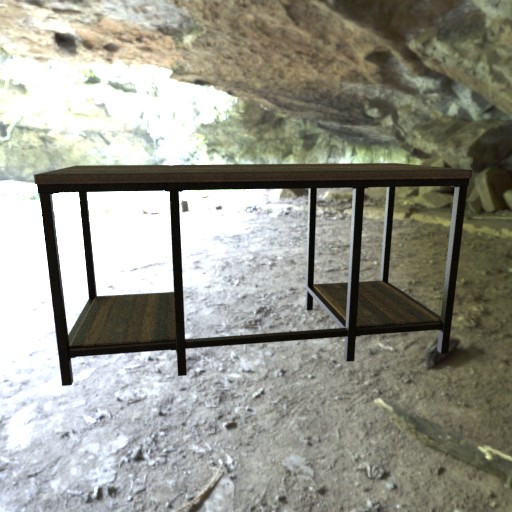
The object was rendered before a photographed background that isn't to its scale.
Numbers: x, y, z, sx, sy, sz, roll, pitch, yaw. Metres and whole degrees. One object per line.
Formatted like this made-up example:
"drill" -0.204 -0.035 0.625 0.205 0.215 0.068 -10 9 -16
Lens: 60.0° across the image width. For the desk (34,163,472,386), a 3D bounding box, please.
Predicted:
"desk" 0.000 0.000 1.921 1.538 0.753 0.617 -2 14 -9
